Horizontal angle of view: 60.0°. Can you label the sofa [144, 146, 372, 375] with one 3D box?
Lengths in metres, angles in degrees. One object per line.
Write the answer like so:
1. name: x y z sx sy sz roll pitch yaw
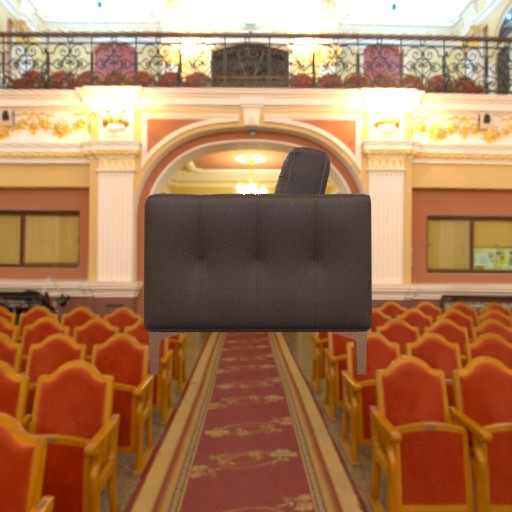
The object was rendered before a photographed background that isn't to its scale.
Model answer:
1. sofa: 0.000 0.000 2.685 0.833 0.893 2.275 0 -1 0
